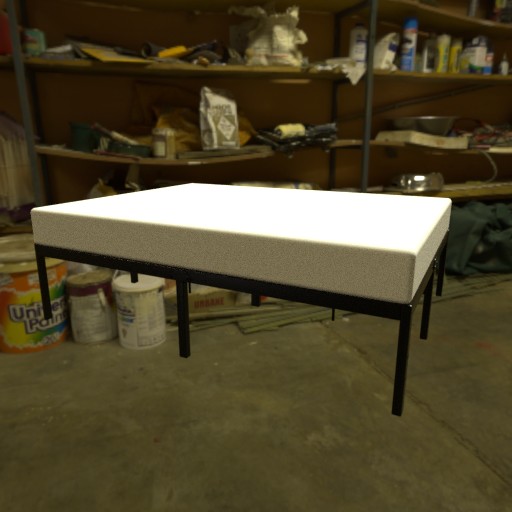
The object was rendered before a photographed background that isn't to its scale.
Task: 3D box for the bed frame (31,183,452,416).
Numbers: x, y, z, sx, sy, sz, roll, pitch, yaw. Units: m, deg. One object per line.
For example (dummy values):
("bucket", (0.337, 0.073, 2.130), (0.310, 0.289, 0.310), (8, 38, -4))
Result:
("bed frame", (0.000, 0.000, 2.736), (2.072, 0.659, 1.557), (8, 17, 26))
